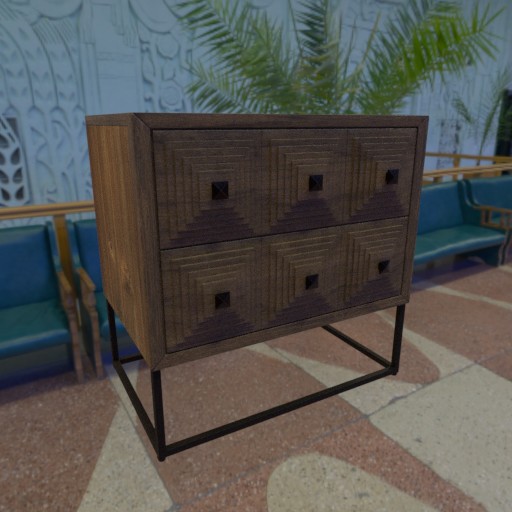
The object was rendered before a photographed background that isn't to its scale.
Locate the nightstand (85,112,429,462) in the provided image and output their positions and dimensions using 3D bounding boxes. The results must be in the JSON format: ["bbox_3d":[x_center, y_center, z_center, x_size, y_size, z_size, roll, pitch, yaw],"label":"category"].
[{"bbox_3d":[0.000,0.000,1.009,0.610,0.610,0.437,-9,19,-28],"label":"nightstand"}]
